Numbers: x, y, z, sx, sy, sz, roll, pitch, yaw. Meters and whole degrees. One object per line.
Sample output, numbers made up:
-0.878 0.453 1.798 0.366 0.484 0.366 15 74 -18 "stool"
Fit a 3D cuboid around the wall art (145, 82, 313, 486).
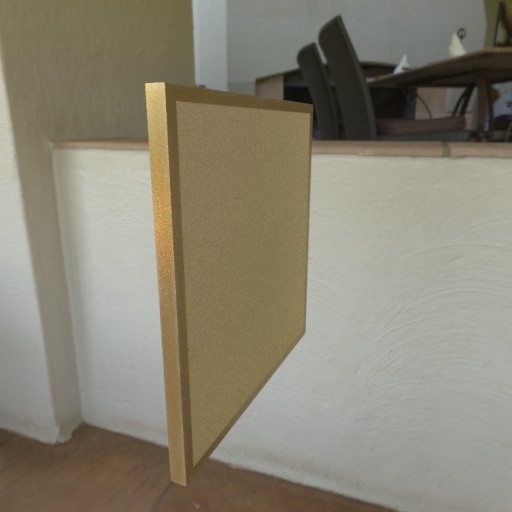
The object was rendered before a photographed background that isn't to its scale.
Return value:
0.000 0.000 1.126 0.037 0.760 0.762 7 18 23 "wall art"
